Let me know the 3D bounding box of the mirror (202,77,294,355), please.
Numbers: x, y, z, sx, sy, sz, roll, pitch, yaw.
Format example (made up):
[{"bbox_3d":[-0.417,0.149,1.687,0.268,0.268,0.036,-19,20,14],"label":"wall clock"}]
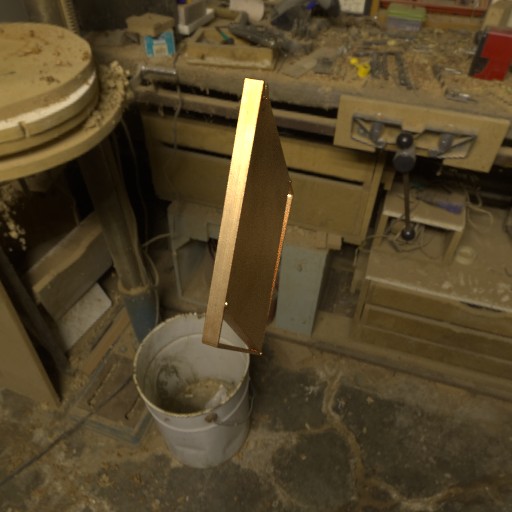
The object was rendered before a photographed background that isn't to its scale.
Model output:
[{"bbox_3d":[0.000,0.000,0.838,0.032,0.679,0.419,15,47,14],"label":"mirror"}]
